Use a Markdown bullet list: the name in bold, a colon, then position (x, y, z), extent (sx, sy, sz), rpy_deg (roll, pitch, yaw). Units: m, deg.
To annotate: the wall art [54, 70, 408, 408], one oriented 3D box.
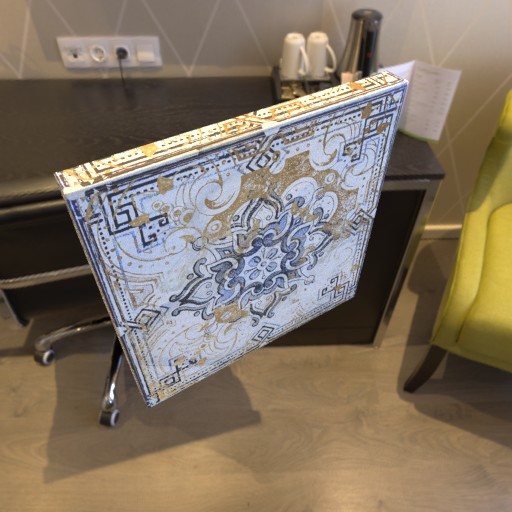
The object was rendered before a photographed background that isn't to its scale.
- **wall art**: position (0.000, 0.000, 0.614), extent (0.411, 0.410, 0.038), rpy_deg (-24, 51, -22)
